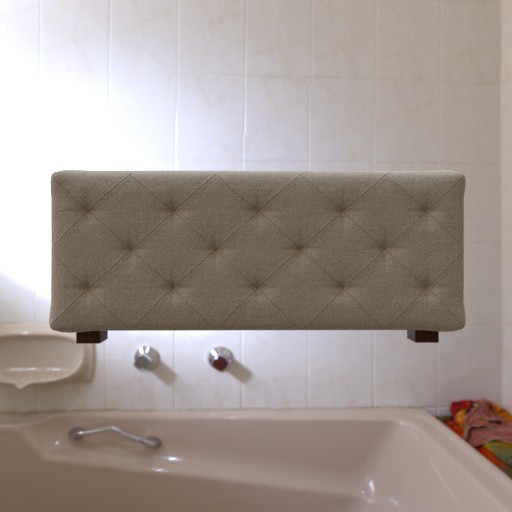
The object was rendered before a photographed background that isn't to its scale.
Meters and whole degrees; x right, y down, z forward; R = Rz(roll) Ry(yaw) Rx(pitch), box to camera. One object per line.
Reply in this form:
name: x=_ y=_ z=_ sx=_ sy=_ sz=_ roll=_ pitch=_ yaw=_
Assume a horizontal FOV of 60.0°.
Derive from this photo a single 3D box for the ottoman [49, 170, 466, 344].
ottoman: x=0.000 y=0.000 z=1.581 sx=1.028 sy=0.439 sz=1.028 roll=0 pitch=0 yaw=-1
